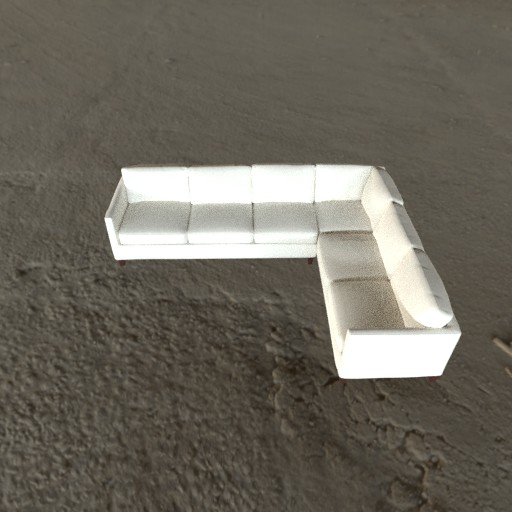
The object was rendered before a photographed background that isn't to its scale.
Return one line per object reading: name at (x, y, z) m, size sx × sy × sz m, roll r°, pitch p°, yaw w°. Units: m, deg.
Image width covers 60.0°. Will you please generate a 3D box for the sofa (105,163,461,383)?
sofa at (0.000, 0.000, 4.646) m, size 3.302 × 0.947 × 2.593 m, roll -1°, pitch 41°, yaw -1°
